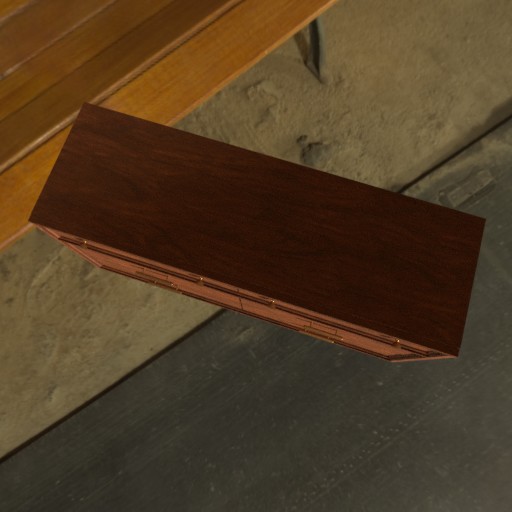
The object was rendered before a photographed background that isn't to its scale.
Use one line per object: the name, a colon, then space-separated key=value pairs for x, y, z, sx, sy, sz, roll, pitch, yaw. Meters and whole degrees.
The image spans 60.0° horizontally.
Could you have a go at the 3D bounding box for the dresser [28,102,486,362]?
dresser: x=0.000 y=0.000 z=1.924 sx=1.472 sy=0.889 sz=0.500 roll=17 pitch=76 yaw=4
